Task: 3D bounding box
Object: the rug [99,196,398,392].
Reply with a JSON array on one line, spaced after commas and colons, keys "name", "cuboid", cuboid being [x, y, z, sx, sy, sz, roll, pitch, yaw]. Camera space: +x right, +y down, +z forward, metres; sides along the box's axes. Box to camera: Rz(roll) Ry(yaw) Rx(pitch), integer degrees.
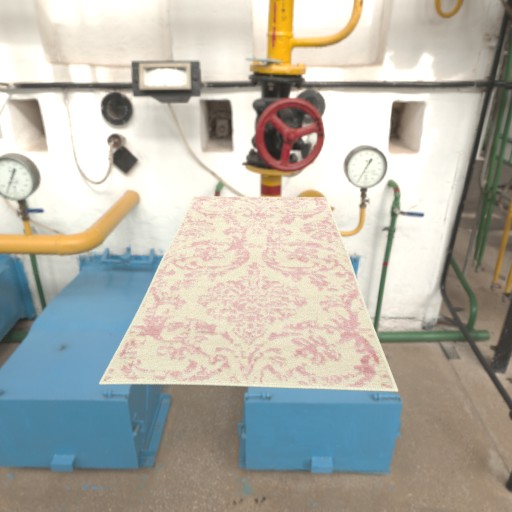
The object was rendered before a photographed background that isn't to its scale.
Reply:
[{"name": "rug", "cuboid": [0.000, 0.000, 1.438, 0.604, 0.007, 1.219, 1, 26, 2]}]
